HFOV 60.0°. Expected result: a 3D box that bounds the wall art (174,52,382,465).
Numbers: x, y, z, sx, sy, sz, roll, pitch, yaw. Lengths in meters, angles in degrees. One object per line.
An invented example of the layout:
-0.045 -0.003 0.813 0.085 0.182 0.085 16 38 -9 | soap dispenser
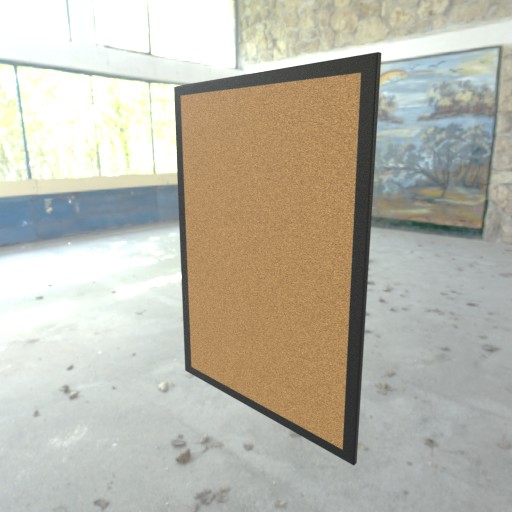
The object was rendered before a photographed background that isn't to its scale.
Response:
0.000 0.000 1.253 0.707 0.967 0.013 13 18 43 | wall art
